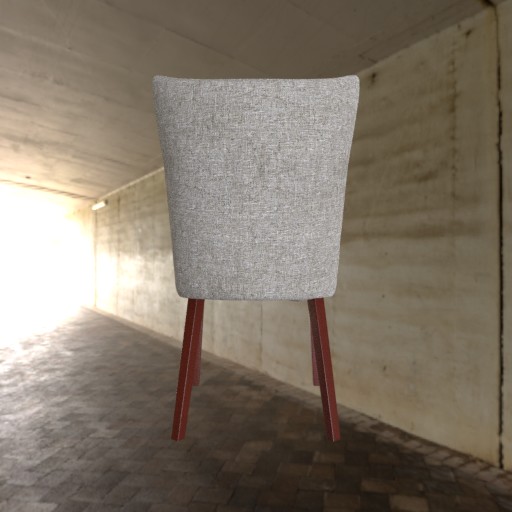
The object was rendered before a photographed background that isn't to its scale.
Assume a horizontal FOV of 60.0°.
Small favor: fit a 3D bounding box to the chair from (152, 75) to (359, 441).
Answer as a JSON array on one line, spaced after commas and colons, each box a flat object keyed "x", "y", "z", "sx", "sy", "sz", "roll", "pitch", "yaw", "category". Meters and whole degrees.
[{"x": 0.000, "y": 0.000, "z": 1.312, "sx": 0.535, "sy": 0.924, "sz": 0.623, "roll": 0, "pitch": -1, "yaw": 0, "category": "chair"}]
